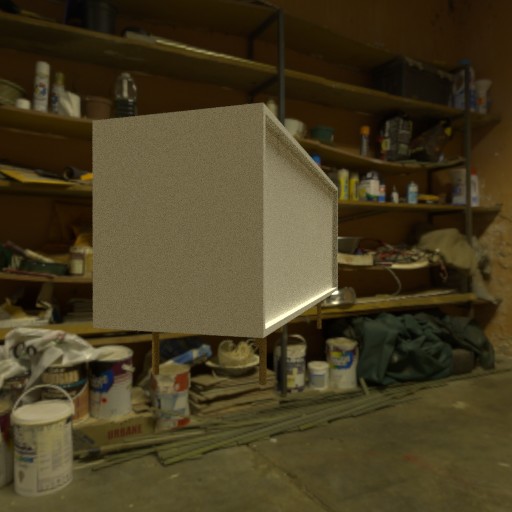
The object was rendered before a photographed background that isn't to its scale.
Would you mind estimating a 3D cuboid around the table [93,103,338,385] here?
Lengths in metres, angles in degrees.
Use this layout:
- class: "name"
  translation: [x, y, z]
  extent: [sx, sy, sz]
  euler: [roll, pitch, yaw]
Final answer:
- class: "table"
  translation: [0.000, 0.000, 1.894]
  extent: [0.508, 0.769, 1.500]
  euler: [0, 0, 17]
